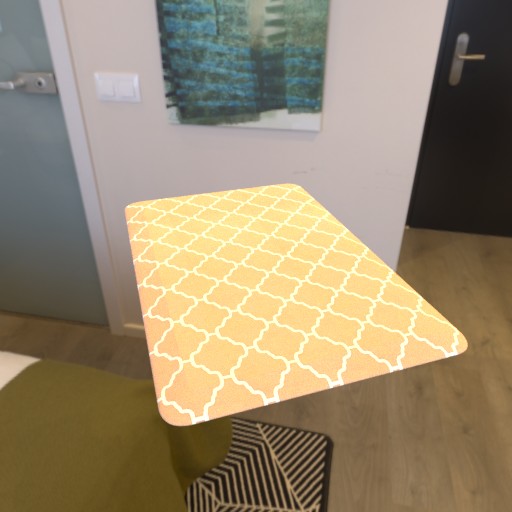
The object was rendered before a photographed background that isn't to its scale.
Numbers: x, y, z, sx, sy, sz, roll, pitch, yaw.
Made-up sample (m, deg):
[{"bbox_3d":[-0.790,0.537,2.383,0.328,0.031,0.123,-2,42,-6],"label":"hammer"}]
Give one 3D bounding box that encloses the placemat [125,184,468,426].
[{"bbox_3d":[0.000,0.000,0.958,0.508,0.021,0.762,-9,32,-15],"label":"placemat"}]
